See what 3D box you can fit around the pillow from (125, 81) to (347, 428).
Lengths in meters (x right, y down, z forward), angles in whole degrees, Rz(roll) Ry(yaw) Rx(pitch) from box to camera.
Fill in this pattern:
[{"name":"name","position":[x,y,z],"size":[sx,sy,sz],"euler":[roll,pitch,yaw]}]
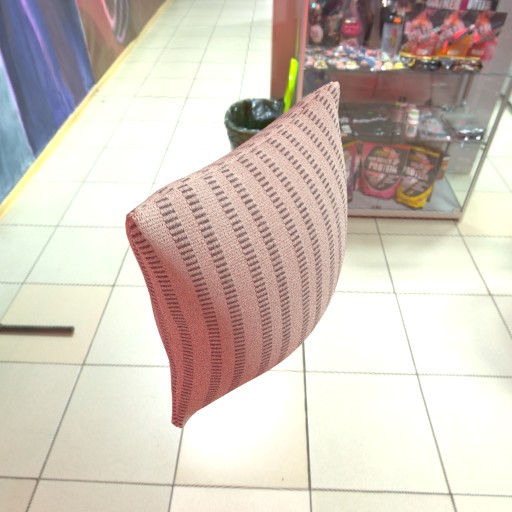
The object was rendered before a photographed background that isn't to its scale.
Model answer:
[{"name":"pillow","position":[0.000,0.000,0.695],"size":[0.247,0.419,0.438],"euler":[25,47,25]}]
